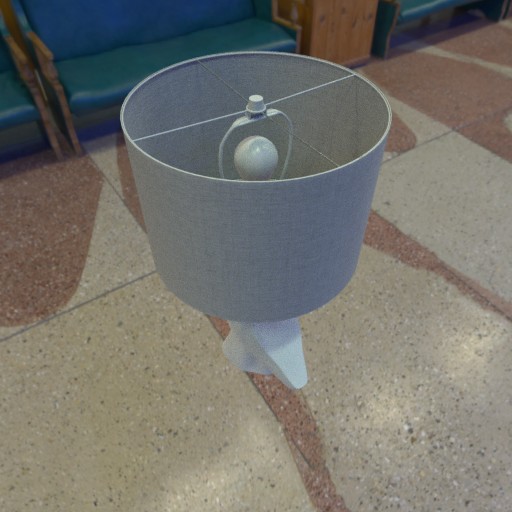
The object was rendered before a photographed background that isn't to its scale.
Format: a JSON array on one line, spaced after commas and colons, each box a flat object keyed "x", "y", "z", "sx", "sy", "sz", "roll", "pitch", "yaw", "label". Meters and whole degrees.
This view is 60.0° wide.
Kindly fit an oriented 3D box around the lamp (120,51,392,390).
[{"x": 0.000, "y": 0.000, "z": 0.674, "sx": 0.298, "sy": 0.503, "sz": 0.298, "roll": -24, "pitch": 50, "yaw": -22, "label": "lamp"}]
